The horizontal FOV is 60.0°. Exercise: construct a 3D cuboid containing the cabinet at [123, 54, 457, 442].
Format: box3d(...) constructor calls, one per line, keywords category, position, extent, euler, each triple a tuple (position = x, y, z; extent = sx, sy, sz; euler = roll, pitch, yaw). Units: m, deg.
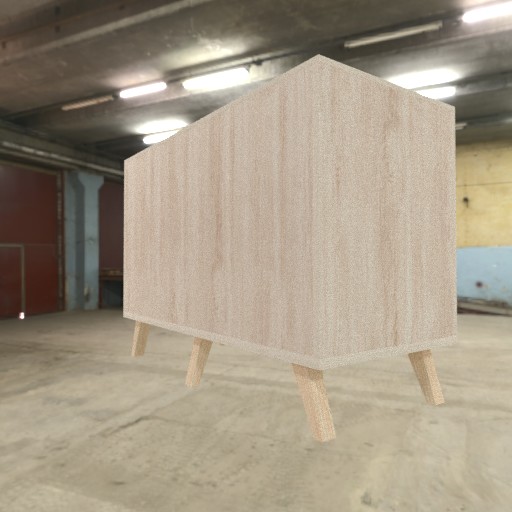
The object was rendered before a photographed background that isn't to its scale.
box3d(category="cabinet", position=(0.000, 0.000, 1.471), extent=(0.500, 0.780, 1.110), euler=(1, -1, -36))
